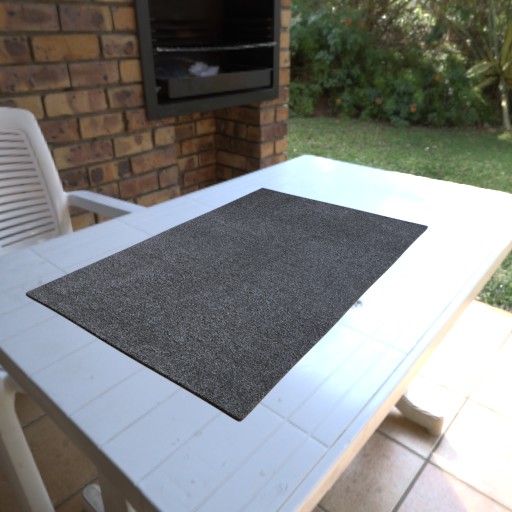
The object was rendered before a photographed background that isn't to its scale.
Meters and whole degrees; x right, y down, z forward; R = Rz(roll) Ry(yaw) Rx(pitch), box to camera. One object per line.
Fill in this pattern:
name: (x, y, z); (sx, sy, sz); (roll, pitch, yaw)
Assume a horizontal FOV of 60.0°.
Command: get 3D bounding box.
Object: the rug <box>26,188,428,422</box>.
rug: (0.000, 0.000, 3.419); (1.802, 0.026, 2.699); (18, 32, 32)
